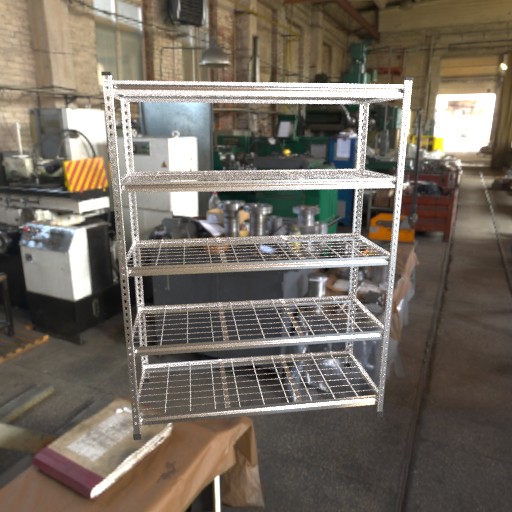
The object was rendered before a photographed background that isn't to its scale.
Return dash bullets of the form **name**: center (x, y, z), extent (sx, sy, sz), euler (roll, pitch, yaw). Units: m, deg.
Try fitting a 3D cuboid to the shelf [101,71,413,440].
- **shelf**: center (0.000, 0.000, 2.688), extent (1.524, 1.981, 0.610), euler (-2, 16, -8)
